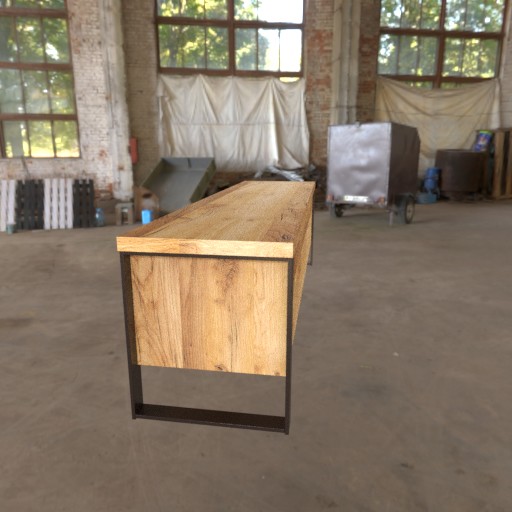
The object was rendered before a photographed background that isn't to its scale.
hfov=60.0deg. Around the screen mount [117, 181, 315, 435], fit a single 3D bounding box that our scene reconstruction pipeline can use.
[{"bbox_3d":[0.000,0.000,1.706,0.395,0.450,1.524,2,14,9],"label":"screen mount"}]
